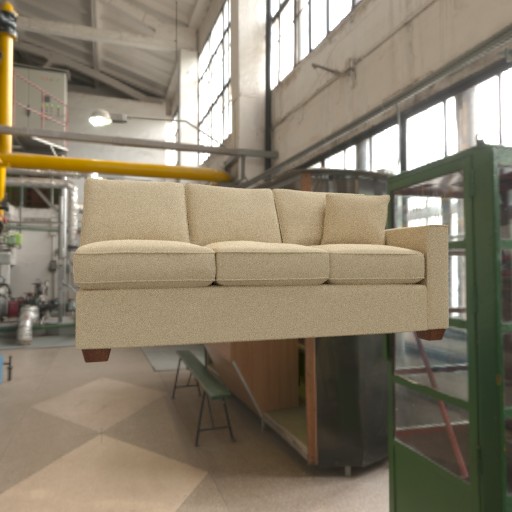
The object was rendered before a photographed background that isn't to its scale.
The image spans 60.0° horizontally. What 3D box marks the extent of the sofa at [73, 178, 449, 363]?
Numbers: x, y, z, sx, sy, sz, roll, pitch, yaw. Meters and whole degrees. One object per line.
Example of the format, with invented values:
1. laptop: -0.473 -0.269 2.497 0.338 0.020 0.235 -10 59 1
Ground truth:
1. sofa: 0.000 0.000 2.627 1.963 0.946 1.034 0 -1 -18
